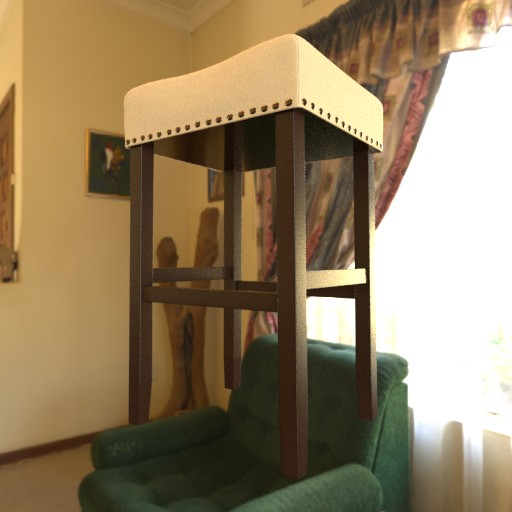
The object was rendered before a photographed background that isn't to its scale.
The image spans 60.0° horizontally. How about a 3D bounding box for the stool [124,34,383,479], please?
[{"bbox_3d":[0.000,0.000,1.028,0.471,0.762,0.401,0,-1,36],"label":"stool"}]
